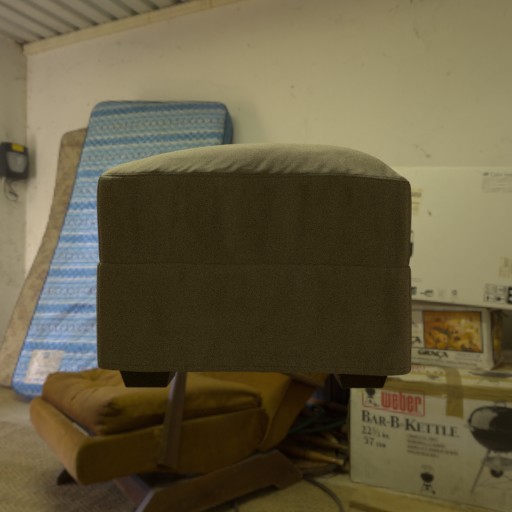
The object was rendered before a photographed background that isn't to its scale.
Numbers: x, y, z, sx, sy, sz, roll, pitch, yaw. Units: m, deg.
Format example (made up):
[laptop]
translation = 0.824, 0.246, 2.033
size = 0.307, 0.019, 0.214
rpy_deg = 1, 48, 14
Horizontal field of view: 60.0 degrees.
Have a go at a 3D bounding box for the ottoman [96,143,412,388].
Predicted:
[ottoman]
translation = 0.000, 0.000, 1.091
size = 0.584, 0.480, 0.712
rpy_deg = 0, 0, 1
